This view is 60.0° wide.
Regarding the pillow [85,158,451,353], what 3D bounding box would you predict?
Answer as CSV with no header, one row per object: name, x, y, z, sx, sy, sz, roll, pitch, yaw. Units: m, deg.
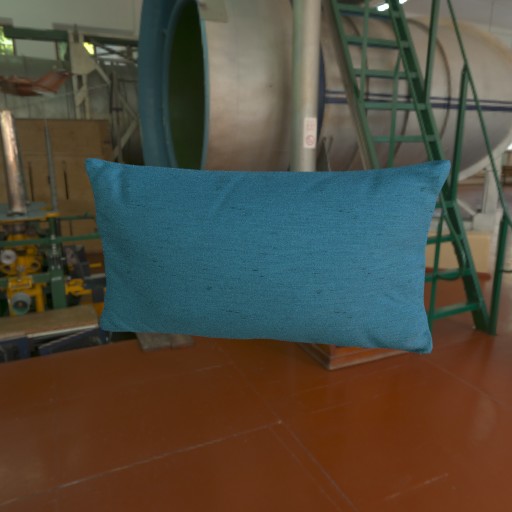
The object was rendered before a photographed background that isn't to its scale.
pillow,0.000,0.000,0.790,0.633,0.338,0.210,2,15,9
